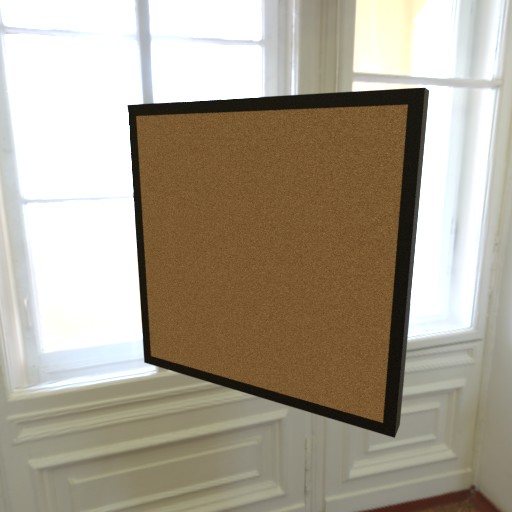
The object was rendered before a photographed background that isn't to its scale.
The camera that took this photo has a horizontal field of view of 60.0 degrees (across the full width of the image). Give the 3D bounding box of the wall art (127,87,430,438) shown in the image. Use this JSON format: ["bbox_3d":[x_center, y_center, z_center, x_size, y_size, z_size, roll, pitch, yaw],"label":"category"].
[{"bbox_3d":[0.000,0.000,0.755,0.508,0.508,0.038,8,16,28],"label":"wall art"}]
